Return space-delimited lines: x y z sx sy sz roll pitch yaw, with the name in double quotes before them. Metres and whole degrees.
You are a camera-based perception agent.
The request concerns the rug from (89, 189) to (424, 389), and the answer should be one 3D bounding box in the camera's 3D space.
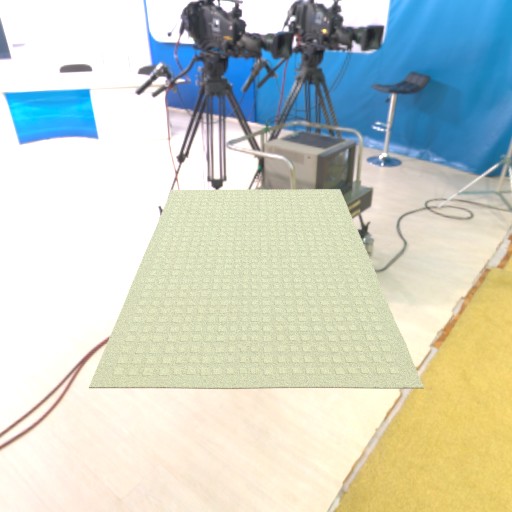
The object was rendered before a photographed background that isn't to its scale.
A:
"rug" 0.000 0.000 2.252 1.143 0.006 1.747 0 31 0
